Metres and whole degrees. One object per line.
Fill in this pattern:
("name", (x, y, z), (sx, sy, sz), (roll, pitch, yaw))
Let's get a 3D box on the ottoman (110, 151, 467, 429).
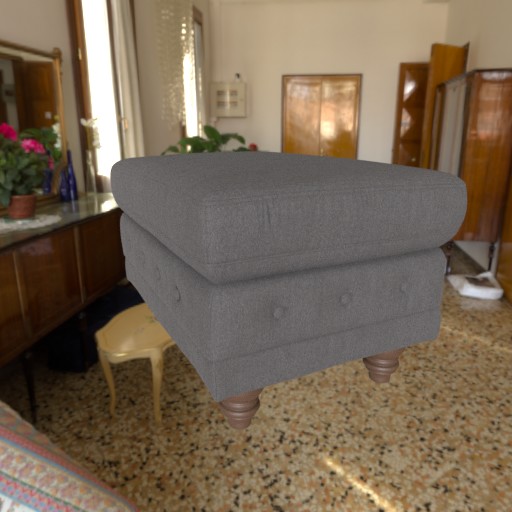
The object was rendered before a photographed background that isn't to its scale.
("ottoman", (0.000, 0.000, 1.120), (0.569, 0.500, 0.771), (-8, 18, -26))
